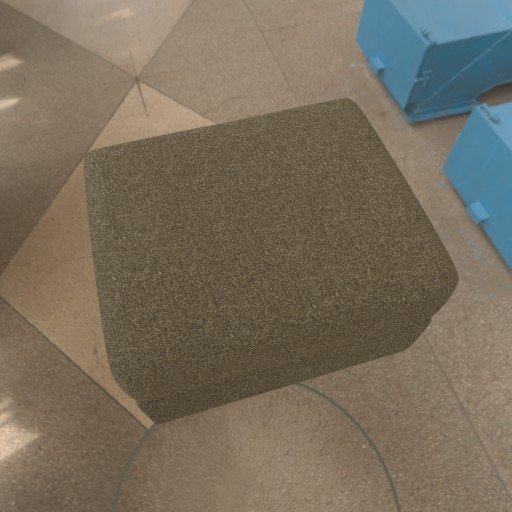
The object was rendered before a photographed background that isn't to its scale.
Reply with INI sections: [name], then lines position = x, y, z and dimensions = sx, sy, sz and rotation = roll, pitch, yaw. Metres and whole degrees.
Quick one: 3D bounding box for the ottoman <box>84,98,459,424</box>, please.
[ottoman]
position = 0.000, 0.000, 1.137
dimensions = 0.742, 0.476, 0.598
rotation = -14, 60, -8
